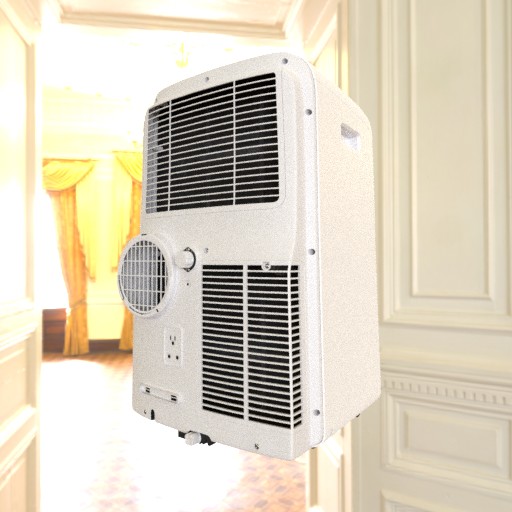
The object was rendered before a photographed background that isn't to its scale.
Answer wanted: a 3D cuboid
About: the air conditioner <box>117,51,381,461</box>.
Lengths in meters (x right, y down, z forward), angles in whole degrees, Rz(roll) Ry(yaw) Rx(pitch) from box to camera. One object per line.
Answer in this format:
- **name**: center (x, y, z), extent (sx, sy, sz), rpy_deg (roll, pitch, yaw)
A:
- **air conditioner**: center (0.000, 0.000, 1.040), extent (0.478, 0.765, 0.467), rpy_deg (0, -1, 36)
